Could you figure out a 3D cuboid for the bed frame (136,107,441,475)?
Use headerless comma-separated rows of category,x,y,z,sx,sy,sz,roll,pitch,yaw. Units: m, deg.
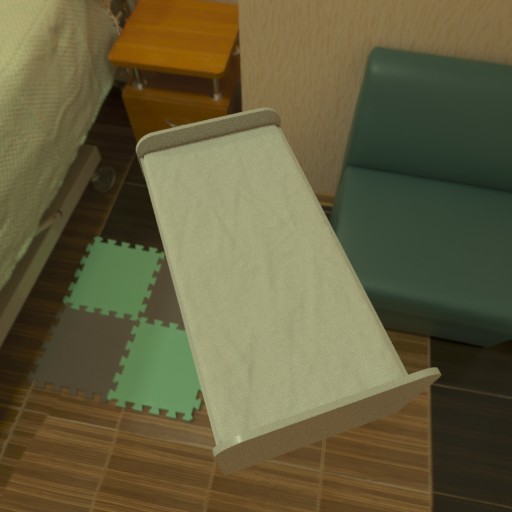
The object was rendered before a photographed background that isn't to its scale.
bed frame,0.000,0.000,2.525,0.998,0.805,1.963,-16,60,-10
